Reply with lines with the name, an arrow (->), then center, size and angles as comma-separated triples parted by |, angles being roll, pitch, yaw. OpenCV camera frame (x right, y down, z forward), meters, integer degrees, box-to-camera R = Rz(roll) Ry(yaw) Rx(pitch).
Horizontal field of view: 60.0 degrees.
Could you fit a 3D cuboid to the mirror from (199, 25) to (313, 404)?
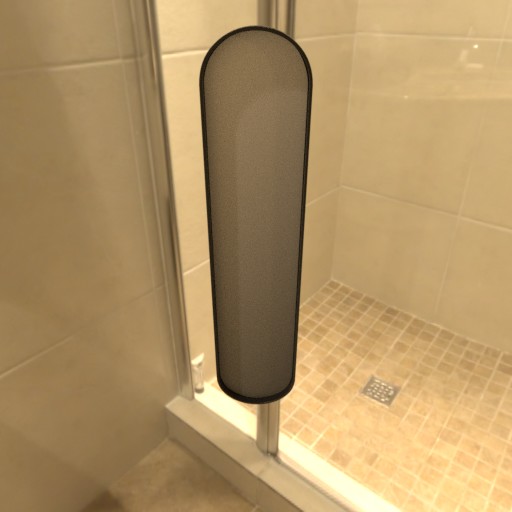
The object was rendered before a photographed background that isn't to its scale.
mirror -> 0.000, 0.000, 1.073 | 0.222, 0.991, 0.032 | 1, 30, 2
